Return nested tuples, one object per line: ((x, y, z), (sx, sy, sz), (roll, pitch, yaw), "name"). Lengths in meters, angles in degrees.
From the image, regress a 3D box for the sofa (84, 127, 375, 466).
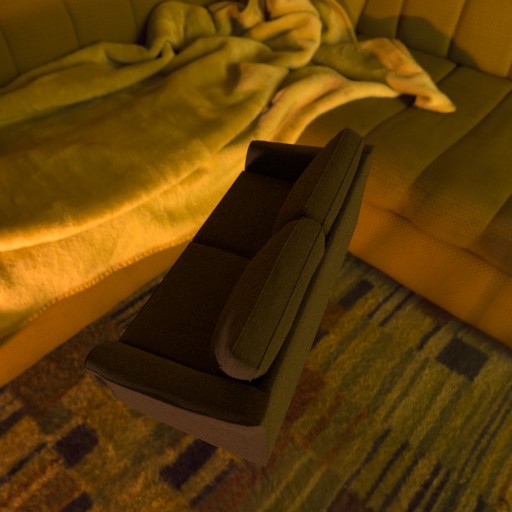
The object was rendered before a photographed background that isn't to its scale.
((0.000, 0.000, 2.820), (0.971, 0.950, 2.270), (17, 49, 15), "sofa")
